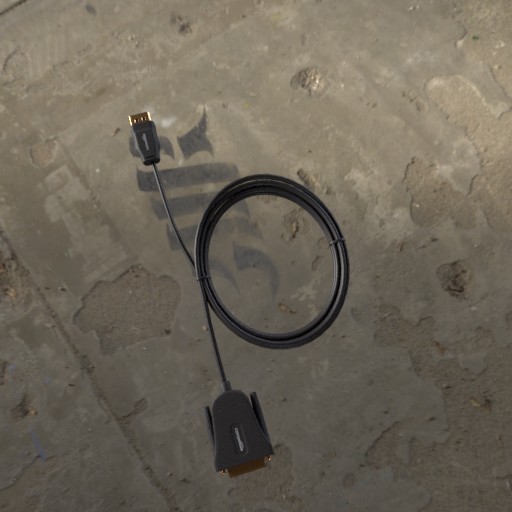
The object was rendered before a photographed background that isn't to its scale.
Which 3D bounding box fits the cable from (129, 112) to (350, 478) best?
[{"bbox_3d":[0.000,0.000,0.332,0.136,0.015,0.281,-16,76,-4],"label":"cable"}]
